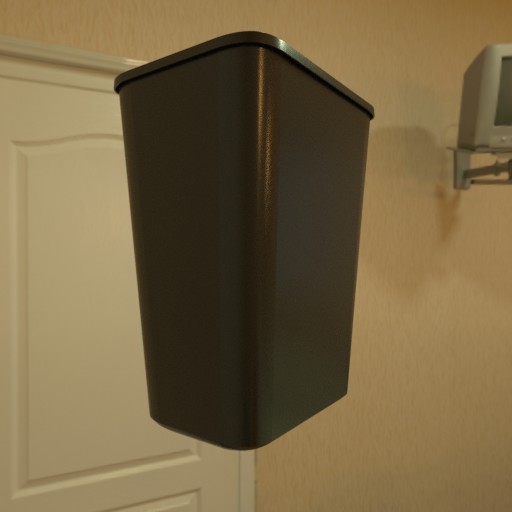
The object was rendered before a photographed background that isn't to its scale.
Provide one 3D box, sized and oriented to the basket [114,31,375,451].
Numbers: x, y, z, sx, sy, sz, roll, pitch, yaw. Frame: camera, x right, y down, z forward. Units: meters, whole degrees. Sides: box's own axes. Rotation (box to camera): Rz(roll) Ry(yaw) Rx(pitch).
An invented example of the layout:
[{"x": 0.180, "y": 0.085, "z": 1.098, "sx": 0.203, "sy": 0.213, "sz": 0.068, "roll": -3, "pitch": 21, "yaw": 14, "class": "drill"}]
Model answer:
[{"x": 0.000, "y": 0.000, "z": 0.733, "sx": 0.287, "sy": 0.521, "sz": 0.394, "roll": 0, "pitch": 1, "yaw": 36, "class": "basket"}]
